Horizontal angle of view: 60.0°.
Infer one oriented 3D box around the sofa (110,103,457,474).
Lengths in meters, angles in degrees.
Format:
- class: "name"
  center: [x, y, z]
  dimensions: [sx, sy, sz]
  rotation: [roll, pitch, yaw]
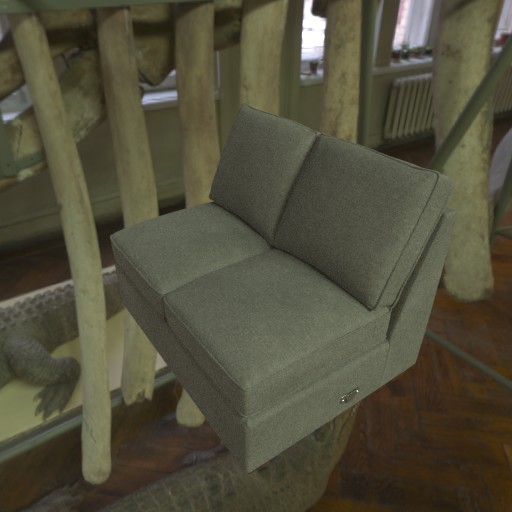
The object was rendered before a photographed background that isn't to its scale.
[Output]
- class: "sofa"
  center: [0.000, 0.000, 1.976]
  dimensions: [0.951, 1.008, 1.237]
  rotation: [-21, 38, -29]
